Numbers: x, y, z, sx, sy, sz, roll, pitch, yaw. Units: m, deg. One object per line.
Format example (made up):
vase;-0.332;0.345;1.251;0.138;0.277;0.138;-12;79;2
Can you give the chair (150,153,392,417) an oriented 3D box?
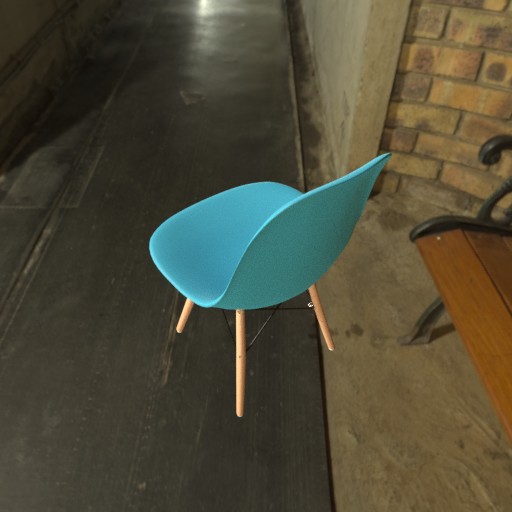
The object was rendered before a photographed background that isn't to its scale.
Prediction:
chair;0.000;0.000;1.153;0.470;0.826;0.531;-29;53;-24
